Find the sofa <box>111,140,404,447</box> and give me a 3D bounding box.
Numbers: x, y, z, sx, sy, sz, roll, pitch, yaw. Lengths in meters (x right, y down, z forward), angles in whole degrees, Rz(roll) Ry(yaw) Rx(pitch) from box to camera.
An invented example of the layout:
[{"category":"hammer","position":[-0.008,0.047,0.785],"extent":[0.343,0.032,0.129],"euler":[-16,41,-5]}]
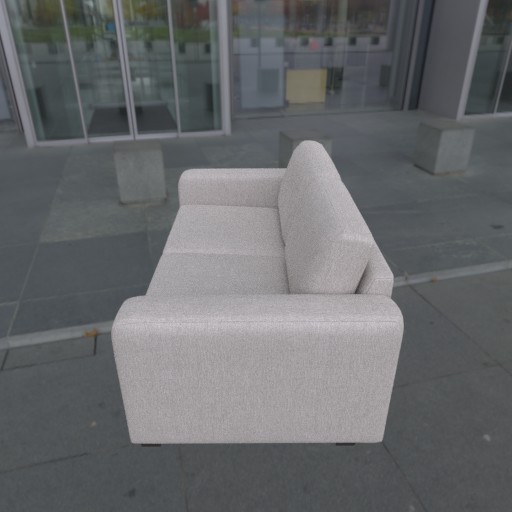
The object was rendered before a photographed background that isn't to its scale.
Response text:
[{"category":"sofa","position":[0.000,0.000,2.050],"extent":[0.900,0.800,1.540],"euler":[0,28,0]}]
